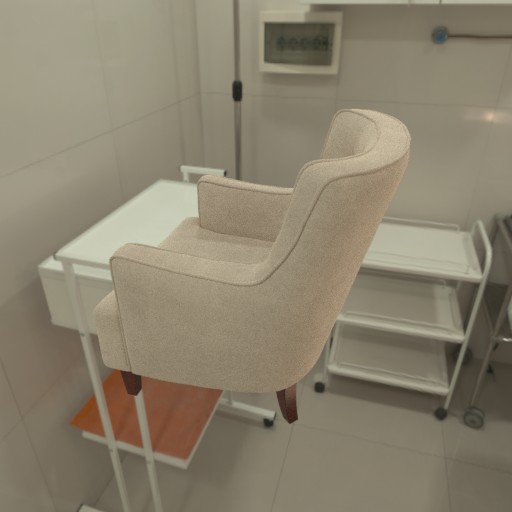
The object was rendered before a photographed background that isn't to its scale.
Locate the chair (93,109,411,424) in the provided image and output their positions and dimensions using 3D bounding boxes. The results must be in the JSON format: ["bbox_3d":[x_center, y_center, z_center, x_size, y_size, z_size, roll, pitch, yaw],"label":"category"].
[{"bbox_3d":[0.000,0.000,1.573,0.910,0.920,0.781,8,30,14],"label":"chair"}]
